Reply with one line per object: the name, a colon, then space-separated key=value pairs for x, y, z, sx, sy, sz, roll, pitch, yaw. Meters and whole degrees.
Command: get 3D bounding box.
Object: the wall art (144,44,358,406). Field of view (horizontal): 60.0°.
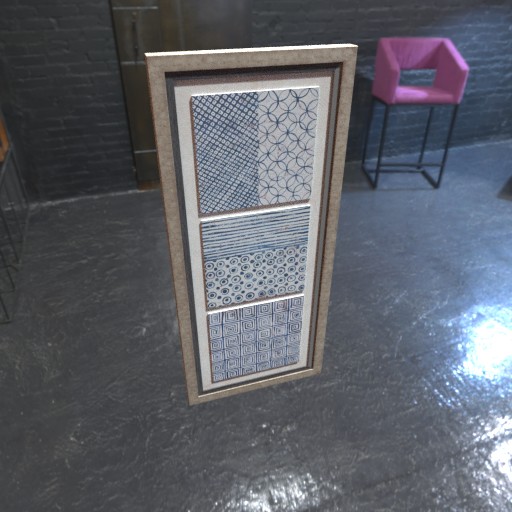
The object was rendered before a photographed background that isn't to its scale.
wall art: x=0.000 y=0.000 z=1.713 sx=0.648 sy=1.461 sz=0.051 roll=-10 pitch=34 yaw=-14
